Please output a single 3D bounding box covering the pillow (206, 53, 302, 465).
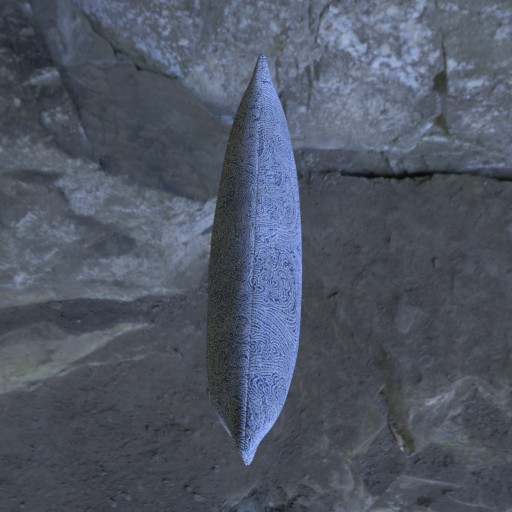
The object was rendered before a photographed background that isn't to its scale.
[{"bbox_3d":[0.000,0.000,0.730,0.151,0.295,0.615,2,63,1],"label":"pillow"}]
